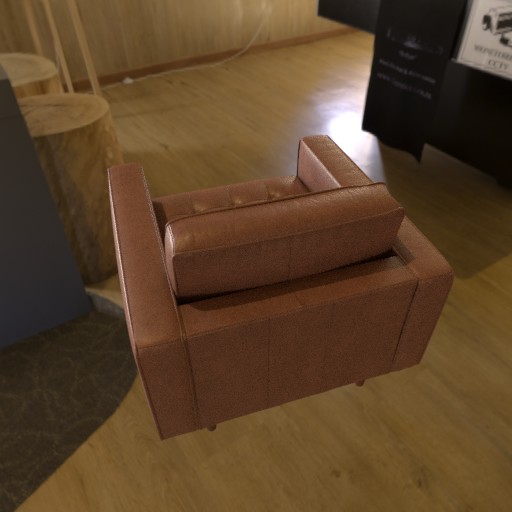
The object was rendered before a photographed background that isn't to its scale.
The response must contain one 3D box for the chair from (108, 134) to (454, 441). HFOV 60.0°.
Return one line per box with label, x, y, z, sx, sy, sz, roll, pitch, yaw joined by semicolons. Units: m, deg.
chair;0.000;0.000;1.549;0.920;0.770;0.900;-12;43;-13
